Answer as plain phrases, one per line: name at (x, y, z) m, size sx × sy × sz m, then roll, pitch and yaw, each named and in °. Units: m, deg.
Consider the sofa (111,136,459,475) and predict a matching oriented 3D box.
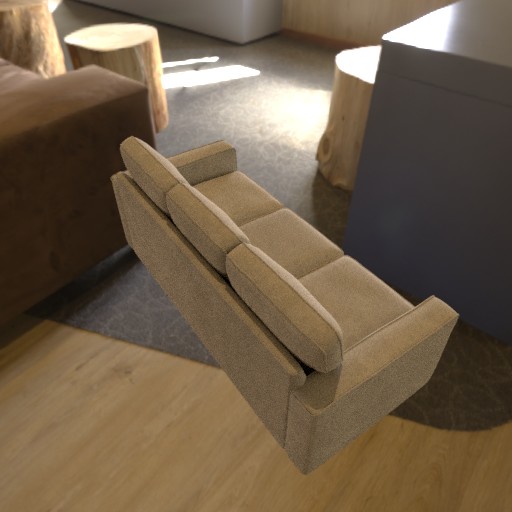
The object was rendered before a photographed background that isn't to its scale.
sofa at (0.000, 0.000, 2.656) m, size 0.939 × 0.965 × 2.133 m, roll -25°, pitch 48°, yaw -25°
